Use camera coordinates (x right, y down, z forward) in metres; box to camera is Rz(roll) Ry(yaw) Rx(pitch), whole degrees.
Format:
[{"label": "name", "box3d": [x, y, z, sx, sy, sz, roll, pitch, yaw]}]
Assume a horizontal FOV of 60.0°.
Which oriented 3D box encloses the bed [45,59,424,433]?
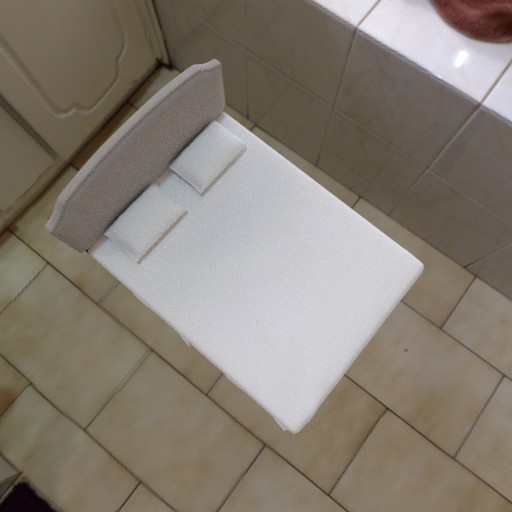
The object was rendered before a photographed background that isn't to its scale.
[{"label": "bed", "box3d": [0.000, 0.000, 3.024, 1.999, 1.270, 1.558, 39, 79, 9]}]
